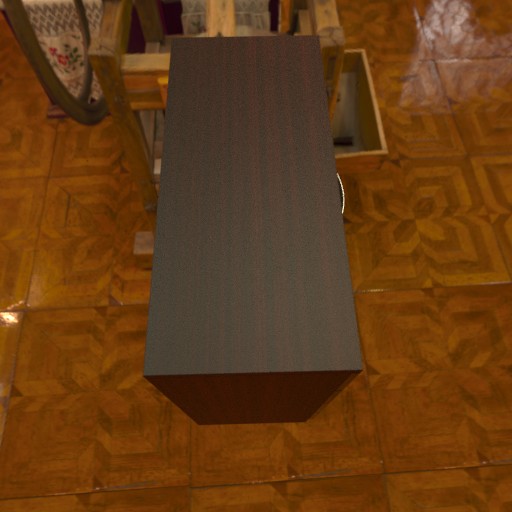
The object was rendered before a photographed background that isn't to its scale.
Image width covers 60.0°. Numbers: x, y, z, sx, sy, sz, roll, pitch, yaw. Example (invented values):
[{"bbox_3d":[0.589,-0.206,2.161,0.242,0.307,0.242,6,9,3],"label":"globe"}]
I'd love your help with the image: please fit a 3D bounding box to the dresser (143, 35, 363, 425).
[{"bbox_3d":[0.000,0.000,1.155,0.360,0.720,0.750,-1,64,-1],"label":"dresser"}]
